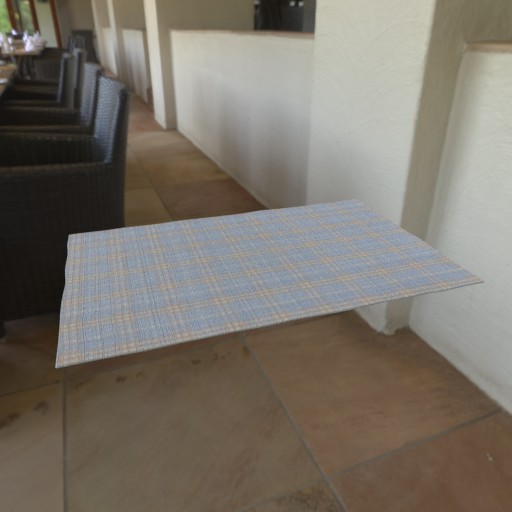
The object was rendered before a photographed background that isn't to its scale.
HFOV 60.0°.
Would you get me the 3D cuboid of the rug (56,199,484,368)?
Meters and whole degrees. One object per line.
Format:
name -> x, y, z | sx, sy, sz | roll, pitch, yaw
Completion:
rug -> 0.000, 0.000, 3.028 | 2.460, 0.016, 1.545 | -9, 29, -16
